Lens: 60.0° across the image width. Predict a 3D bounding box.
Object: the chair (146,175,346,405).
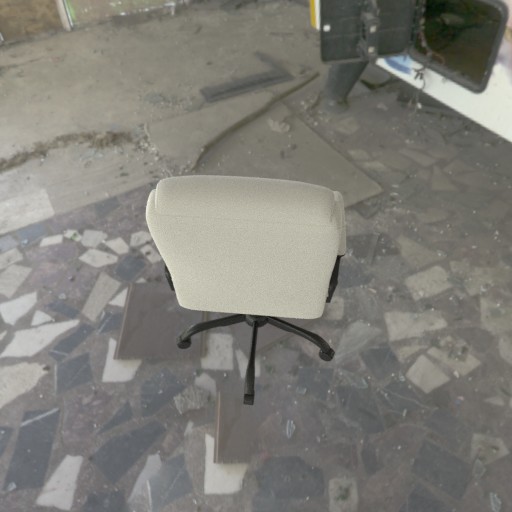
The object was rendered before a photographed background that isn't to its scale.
[{"bbox_3d":[0.000,0.000,1.506,0.663,1.065,0.669,4,49,4],"label":"chair"}]
